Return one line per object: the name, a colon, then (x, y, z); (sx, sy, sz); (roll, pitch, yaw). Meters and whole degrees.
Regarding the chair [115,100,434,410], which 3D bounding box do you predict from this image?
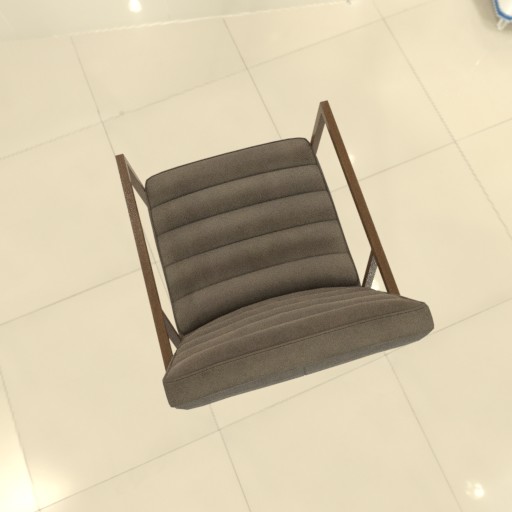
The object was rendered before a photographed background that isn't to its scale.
chair: (0.000, 0.000, 1.289); (0.578, 0.843, 0.682); (-16, 77, -4)
